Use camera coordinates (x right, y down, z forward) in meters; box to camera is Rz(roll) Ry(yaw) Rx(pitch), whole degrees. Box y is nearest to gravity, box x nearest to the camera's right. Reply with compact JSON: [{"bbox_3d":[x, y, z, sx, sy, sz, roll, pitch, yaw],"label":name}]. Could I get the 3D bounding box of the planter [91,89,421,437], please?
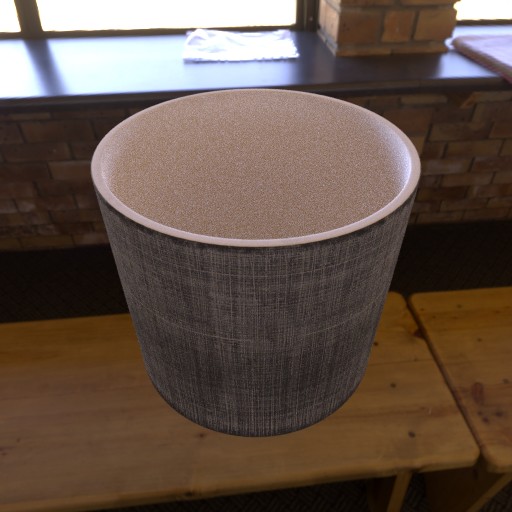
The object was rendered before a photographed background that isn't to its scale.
[{"bbox_3d":[0.000,0.000,0.373,0.221,0.201,0.221,0,41,0],"label":"planter"}]
